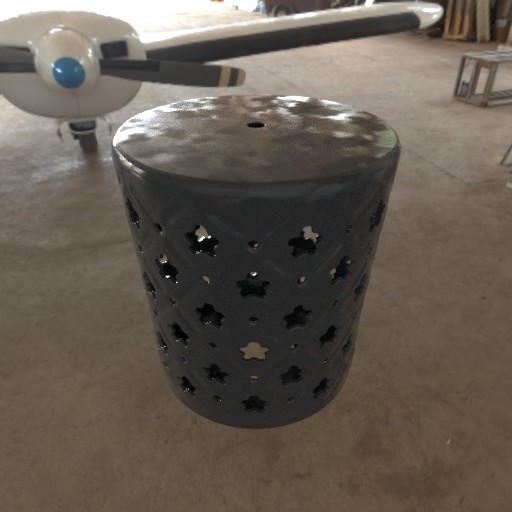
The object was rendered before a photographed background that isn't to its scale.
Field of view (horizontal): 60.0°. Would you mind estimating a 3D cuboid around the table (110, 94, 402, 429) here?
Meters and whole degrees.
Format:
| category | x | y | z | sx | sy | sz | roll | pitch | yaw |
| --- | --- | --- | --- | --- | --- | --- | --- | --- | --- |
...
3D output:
| category | x | y | z | sx | sy | sz | roll | pitch | yaw |
| --- | --- | --- | --- | --- | --- | --- | --- | --- | --- |
| table | 0.000 | 0.000 | 0.653 | 0.352 | 0.387 | 0.352 | 0 | 33 | 0 |
